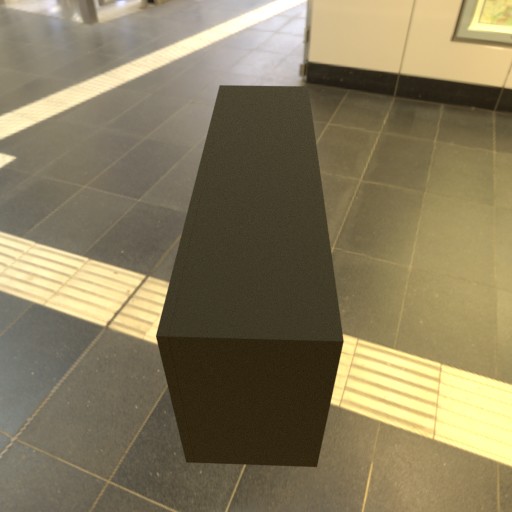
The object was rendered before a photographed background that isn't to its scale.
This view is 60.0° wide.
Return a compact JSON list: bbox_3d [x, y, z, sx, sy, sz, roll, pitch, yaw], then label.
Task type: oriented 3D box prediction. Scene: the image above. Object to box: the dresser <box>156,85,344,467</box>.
[{"bbox_3d":[0.000,0.000,1.905,0.463,0.872,1.558,1,42,2],"label":"dresser"}]
